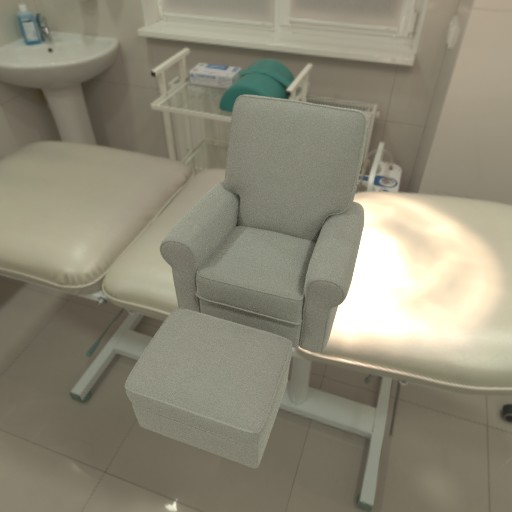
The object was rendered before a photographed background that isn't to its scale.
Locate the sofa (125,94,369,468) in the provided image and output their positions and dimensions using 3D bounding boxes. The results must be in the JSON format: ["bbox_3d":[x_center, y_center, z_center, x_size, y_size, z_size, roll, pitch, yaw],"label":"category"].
[{"bbox_3d":[0.000,0.000,2.019,0.880,0.959,1.478,13,44,14],"label":"sofa"}]
